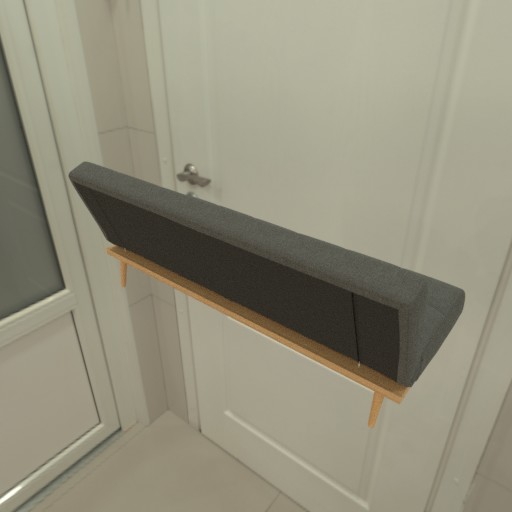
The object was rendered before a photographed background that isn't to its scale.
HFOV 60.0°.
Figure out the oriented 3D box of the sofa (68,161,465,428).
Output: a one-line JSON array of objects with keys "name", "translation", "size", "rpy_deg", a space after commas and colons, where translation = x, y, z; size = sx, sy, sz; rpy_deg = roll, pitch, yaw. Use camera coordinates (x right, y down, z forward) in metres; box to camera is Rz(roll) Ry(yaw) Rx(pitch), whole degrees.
[{"name": "sofa", "translation": [0.000, 0.000, 2.188], "size": [1.820, 0.770, 0.820], "rpy_deg": [22, 37, 33]}]
